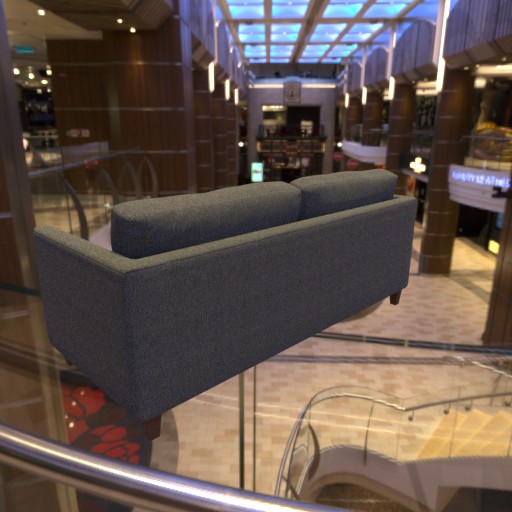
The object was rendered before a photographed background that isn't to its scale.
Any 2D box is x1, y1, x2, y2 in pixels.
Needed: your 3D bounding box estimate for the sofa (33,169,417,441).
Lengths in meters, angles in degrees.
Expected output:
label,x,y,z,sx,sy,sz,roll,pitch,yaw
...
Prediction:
label,x,y,z,sx,sy,sz,roll,pitch,yaw
sofa,0.000,0.000,2.662,2.208,0.965,0.948,-16,23,-42
